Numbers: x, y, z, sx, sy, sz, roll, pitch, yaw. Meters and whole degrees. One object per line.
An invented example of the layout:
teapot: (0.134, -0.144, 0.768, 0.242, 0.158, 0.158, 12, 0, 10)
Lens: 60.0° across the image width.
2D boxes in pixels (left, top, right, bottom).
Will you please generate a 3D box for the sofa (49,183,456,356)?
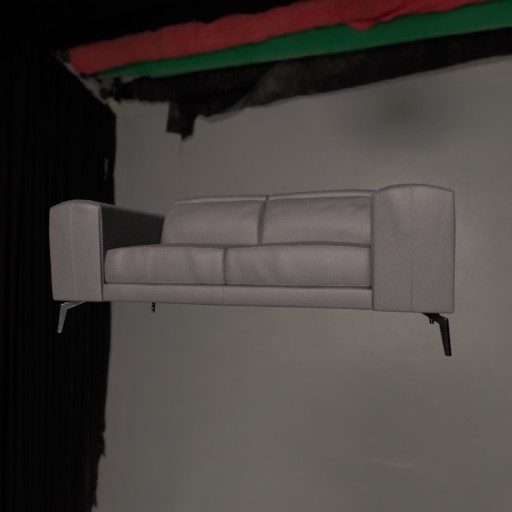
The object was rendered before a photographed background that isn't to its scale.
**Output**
sofa: (0.000, 0.000, 2.389, 1.895, 0.779, 1.003, 0, -1, 18)
